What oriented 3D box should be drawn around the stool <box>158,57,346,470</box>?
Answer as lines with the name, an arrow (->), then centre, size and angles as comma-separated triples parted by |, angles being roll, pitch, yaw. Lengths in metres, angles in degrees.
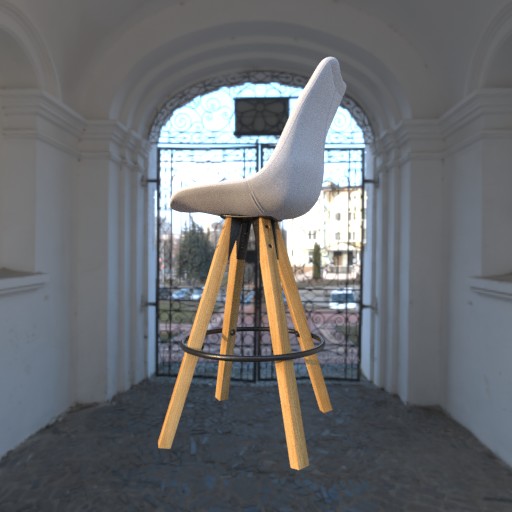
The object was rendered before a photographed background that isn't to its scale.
stool -> 0.000, 0.000, 1.431 | 0.550, 1.115, 0.484 | 0, 1, 18
